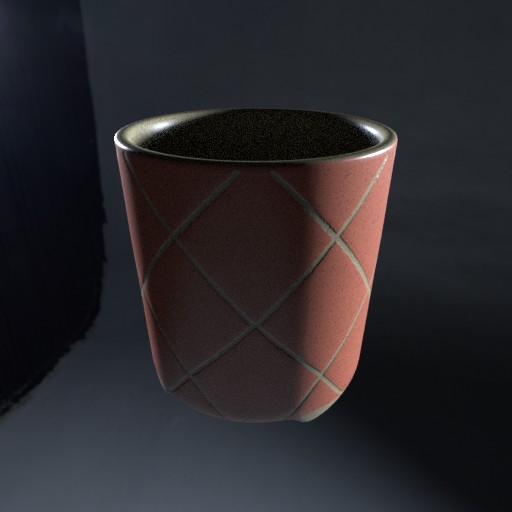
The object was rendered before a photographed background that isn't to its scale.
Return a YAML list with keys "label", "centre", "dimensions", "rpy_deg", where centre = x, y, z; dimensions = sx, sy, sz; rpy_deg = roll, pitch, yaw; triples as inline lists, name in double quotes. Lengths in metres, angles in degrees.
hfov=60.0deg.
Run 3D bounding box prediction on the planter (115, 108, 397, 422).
- label: "planter"
  centre: [0.000, 0.000, 0.354]
  dimensions: [0.191, 0.200, 0.191]
  rpy_deg: [0, 27, 0]
